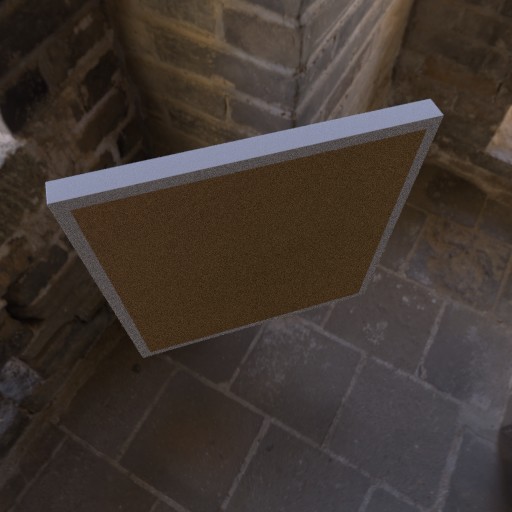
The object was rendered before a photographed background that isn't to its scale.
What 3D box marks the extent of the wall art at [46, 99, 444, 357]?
[{"bbox_3d":[0.000,0.000,0.767,0.508,0.507,0.035,-15,59,-9],"label":"wall art"}]
